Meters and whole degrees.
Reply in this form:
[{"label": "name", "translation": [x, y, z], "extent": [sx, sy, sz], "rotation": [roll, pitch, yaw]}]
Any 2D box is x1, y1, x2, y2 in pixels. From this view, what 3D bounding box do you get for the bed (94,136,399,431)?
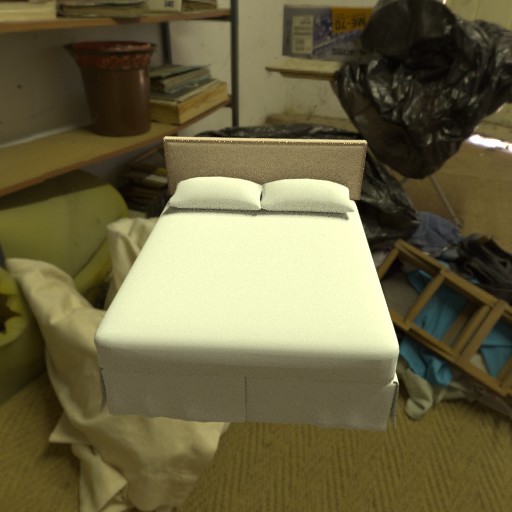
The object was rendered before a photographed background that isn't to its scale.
[{"label": "bed", "translation": [0.000, 0.000, 2.923], "extent": [1.616, 1.016, 1.876], "rotation": [2, 31, 3]}]
